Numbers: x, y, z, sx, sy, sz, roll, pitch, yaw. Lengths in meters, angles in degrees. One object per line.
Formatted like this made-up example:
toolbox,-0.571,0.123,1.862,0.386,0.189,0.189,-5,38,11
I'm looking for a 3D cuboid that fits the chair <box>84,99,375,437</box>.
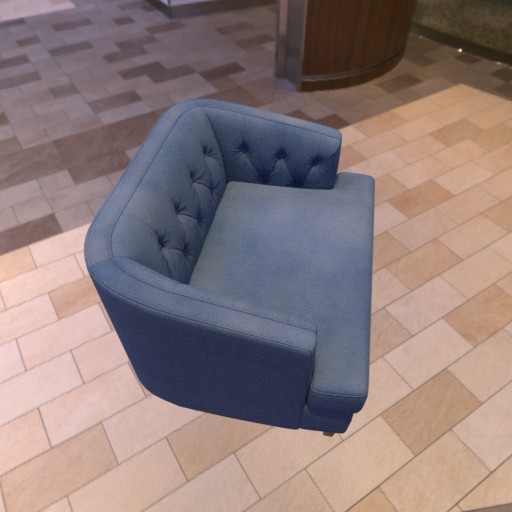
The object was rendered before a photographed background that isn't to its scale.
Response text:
chair,0.000,0.000,1.782,0.914,0.787,1.118,8,48,8
